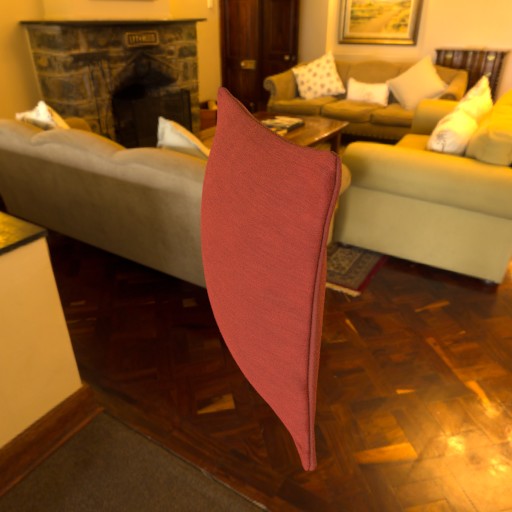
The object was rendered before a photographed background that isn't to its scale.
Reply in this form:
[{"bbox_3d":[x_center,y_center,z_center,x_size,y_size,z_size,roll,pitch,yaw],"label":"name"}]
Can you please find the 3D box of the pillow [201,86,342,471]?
[{"bbox_3d":[0.000,0.000,0.650,0.151,0.416,0.435,-8,30,-15],"label":"pillow"}]
